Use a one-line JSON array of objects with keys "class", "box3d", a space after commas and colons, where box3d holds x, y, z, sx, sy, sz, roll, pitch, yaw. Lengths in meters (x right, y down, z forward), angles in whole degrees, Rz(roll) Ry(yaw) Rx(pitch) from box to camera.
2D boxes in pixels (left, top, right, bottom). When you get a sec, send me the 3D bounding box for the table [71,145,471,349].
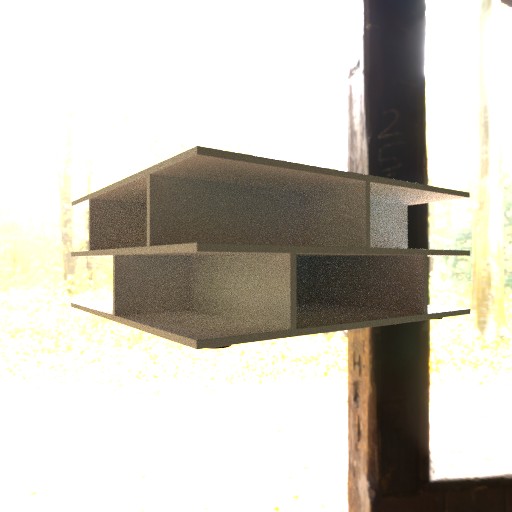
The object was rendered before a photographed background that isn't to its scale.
[{"class": "table", "box3d": [0.000, 0.000, 1.090, 0.700, 0.289, 0.700, 1, -1, -36]}]
